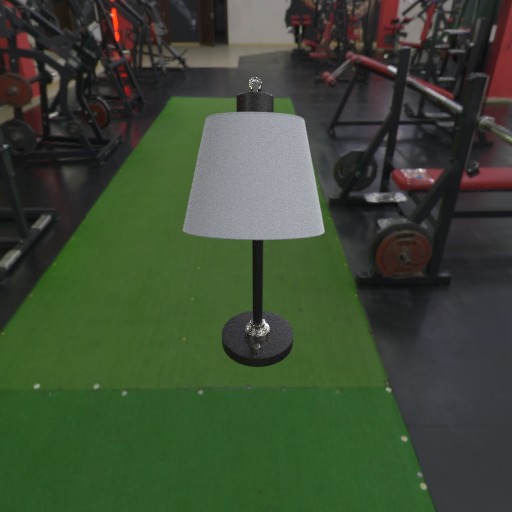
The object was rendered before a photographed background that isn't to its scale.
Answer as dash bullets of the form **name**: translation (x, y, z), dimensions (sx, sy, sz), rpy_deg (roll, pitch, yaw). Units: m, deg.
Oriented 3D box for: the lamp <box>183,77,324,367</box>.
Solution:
- **lamp**: translation (0.000, 0.000, 0.699), dimensions (0.181, 0.539, 0.348), rpy_deg (1, 31, 2)
